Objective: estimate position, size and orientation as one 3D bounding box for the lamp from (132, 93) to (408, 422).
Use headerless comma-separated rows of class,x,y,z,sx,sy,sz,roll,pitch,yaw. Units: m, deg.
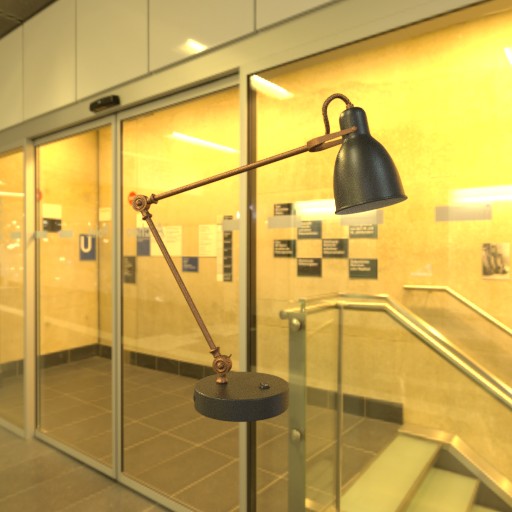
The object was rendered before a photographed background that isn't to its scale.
lamp,0.000,0.000,0.866,0.561,0.587,0.187,0,1,19
